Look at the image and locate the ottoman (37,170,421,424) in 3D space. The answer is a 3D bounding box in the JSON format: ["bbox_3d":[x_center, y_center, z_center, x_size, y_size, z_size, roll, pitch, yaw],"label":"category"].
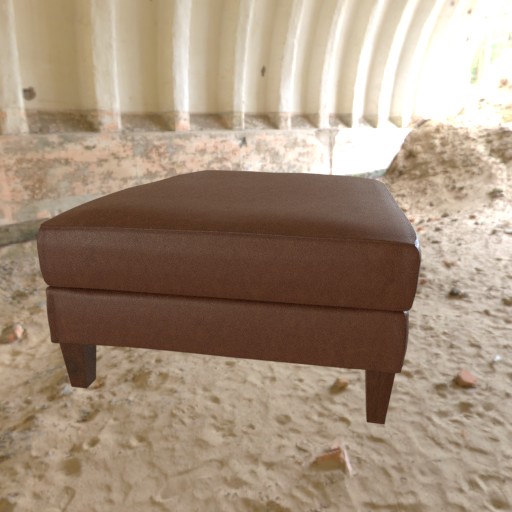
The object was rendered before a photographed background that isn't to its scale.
[{"bbox_3d":[0.000,0.000,1.398,0.836,0.472,0.987,3,17,10],"label":"ottoman"}]
